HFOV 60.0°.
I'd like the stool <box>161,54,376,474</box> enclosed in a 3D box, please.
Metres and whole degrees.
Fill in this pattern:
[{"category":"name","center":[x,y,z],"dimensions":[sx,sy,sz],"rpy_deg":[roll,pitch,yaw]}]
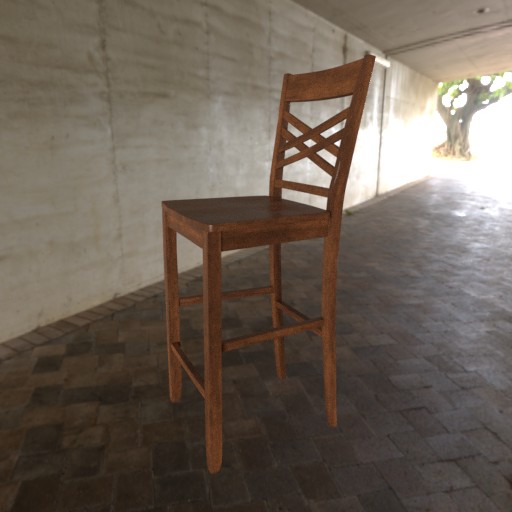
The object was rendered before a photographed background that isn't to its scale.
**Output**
[{"category":"stool","center":[0.000,0.000,1.352],"dimensions":[0.487,1.105,0.433],"rpy_deg":[-7,17,-25]}]
